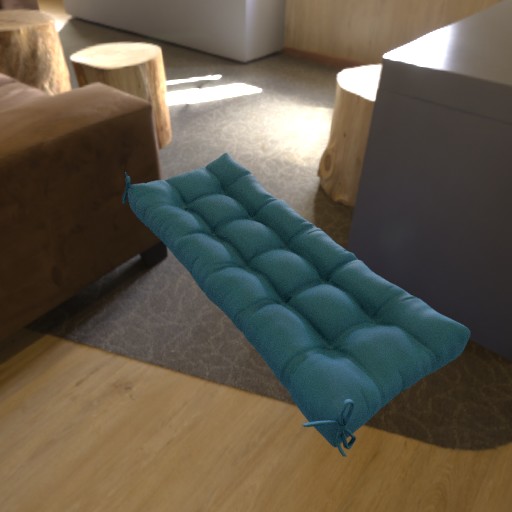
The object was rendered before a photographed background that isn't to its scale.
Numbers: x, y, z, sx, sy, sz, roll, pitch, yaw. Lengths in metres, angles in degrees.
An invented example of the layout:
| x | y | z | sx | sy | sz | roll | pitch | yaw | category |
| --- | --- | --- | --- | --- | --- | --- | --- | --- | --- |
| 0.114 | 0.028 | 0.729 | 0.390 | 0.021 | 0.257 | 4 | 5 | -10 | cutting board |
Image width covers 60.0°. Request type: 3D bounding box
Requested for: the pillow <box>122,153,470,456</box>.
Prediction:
| x | y | z | sx | sy | sz | roll | pitch | yaw | category |
| --- | --- | --- | --- | --- | --- | --- | --- | --- | --- |
| 0.000 | 0.000 | 1.336 | 0.511 | 0.174 | 1.194 | -24 | 46 | -26 | pillow |
